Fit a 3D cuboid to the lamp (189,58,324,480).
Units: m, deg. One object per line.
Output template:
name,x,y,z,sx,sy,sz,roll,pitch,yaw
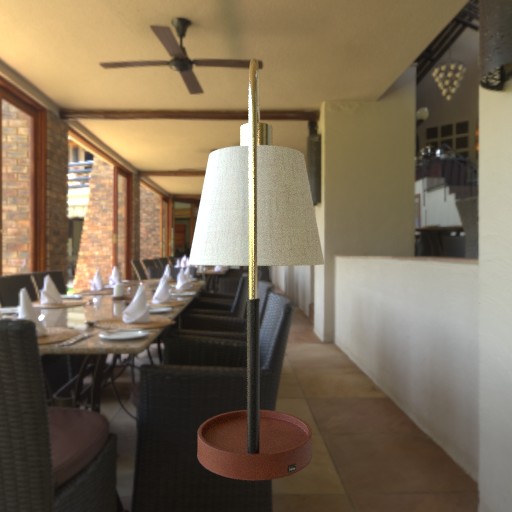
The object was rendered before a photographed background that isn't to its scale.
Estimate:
lamp,0.000,0.000,0.665,0.211,0.536,0.273,0,0,2
